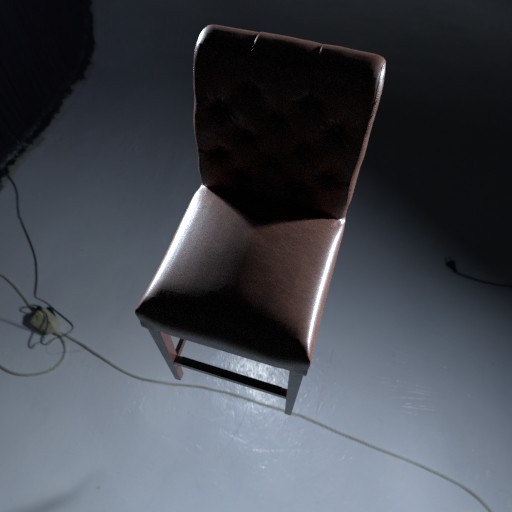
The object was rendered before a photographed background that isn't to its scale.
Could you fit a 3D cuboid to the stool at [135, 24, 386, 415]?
[{"bbox_3d":[0.000,0.000,1.380,0.486,1.084,0.660,15,60,9],"label":"stool"}]
